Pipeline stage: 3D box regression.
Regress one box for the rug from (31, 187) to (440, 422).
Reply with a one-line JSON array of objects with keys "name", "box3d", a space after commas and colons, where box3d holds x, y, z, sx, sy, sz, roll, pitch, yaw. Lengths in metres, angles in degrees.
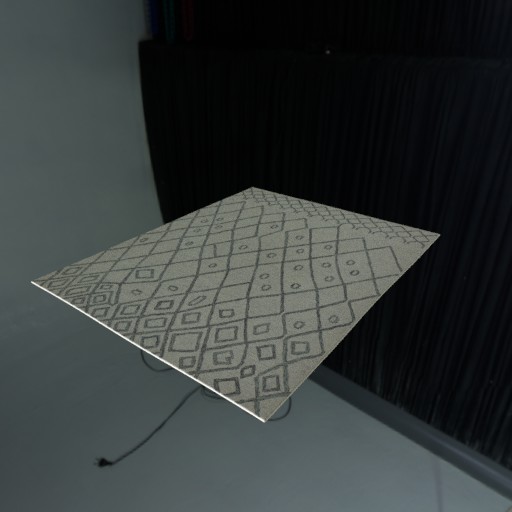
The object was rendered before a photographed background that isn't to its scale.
[{"name": "rug", "box3d": [0.000, 0.000, 4.145, 2.446, 0.015, 3.046, 20, 34, 32]}]
